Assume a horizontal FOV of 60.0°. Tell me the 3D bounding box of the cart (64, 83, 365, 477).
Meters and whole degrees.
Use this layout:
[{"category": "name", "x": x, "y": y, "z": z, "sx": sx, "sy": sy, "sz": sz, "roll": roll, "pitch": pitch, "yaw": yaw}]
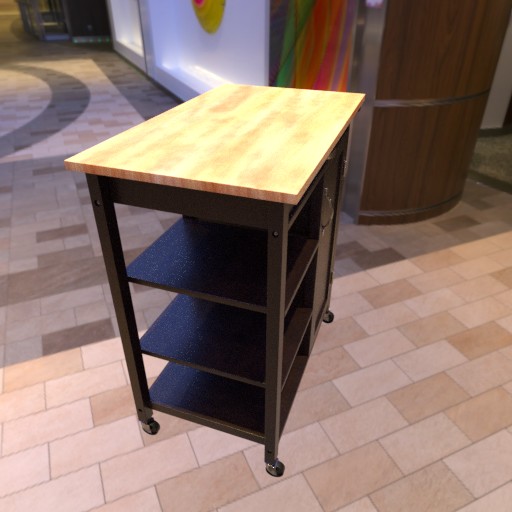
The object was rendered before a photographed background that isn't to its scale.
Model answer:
[{"category": "cart", "x": 0.000, "y": 0.000, "z": 1.392, "sx": 0.472, "sy": 0.878, "sz": 0.914, "roll": 11, "pitch": 34, "yaw": 17}]
